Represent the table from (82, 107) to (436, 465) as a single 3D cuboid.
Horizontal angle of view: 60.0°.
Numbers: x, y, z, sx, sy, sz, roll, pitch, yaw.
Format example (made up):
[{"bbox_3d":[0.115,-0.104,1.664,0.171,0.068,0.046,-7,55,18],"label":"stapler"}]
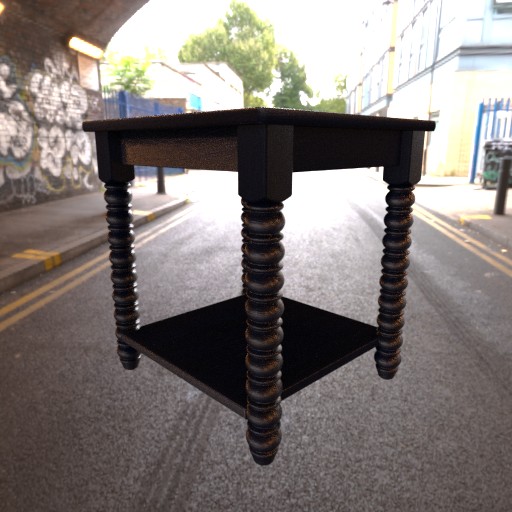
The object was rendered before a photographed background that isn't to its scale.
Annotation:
[{"bbox_3d":[0.000,0.000,0.973,0.500,0.567,0.533,-13,19,-42],"label":"table"}]
